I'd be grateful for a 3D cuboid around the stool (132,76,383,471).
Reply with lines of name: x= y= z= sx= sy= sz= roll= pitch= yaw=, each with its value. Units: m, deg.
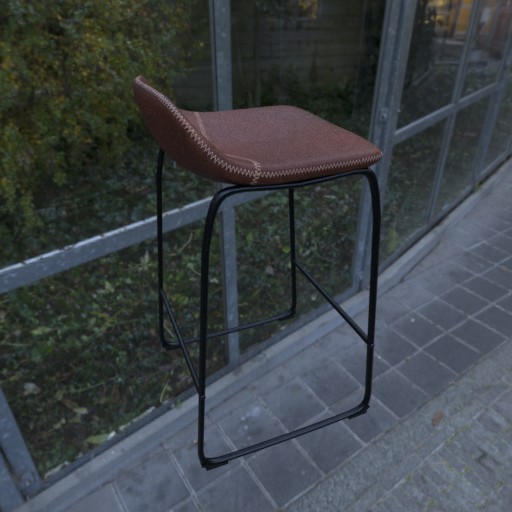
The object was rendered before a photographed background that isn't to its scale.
stool: x=0.000 y=0.000 z=1.077 sx=0.473 sy=0.830 sz=0.454 roll=-12 pitch=33 yaw=-19
